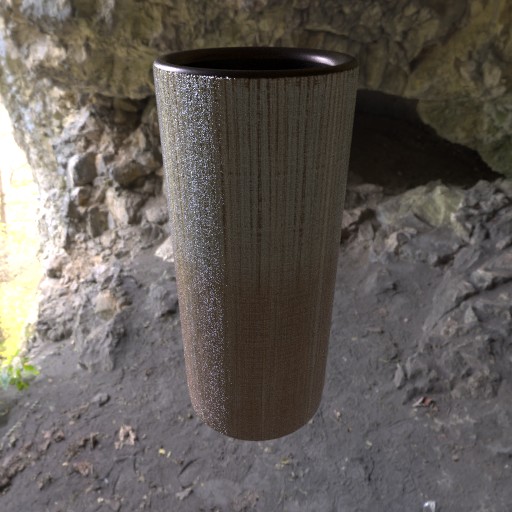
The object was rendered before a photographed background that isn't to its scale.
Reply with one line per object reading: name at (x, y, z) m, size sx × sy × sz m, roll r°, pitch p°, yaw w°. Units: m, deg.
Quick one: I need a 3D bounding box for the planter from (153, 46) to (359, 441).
planter at (0.000, 0.000, 0.275) m, size 0.100 × 0.227 × 0.100 m, roll 0°, pitch 31°, yaw -1°
